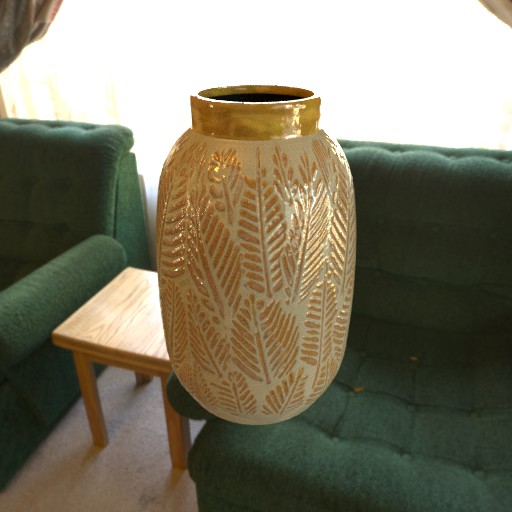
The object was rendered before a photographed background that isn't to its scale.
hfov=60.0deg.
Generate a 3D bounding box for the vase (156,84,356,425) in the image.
[{"bbox_3d":[0.000,0.000,0.386,0.172,0.270,0.172,0,28,0],"label":"vase"}]
